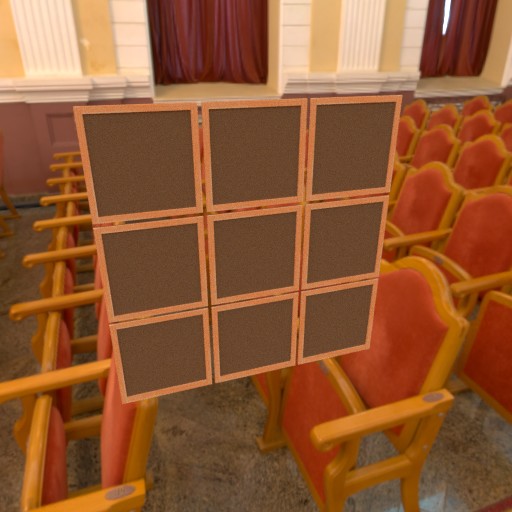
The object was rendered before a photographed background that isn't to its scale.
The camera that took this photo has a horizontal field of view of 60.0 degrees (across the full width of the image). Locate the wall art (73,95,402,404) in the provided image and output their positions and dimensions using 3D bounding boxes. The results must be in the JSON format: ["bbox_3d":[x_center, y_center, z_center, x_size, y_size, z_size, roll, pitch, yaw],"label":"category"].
[{"bbox_3d":[0.000,0.000,2.287,1.520,1.525,0.013,-8,26,-17],"label":"wall art"}]
